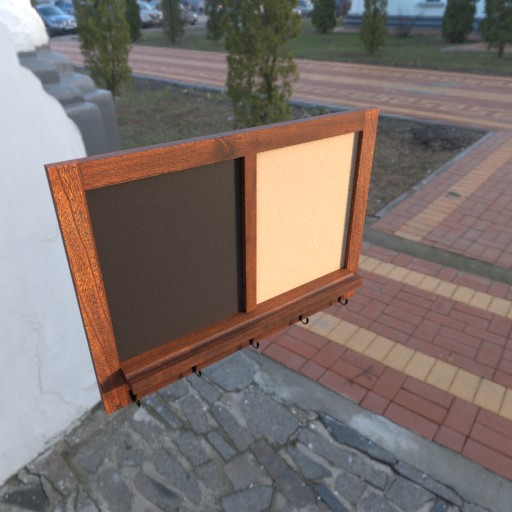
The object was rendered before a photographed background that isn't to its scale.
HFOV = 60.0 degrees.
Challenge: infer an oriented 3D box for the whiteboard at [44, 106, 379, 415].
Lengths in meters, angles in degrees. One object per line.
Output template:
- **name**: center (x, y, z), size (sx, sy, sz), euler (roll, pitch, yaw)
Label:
- **whiteboard**: center (0.000, 0.000, 1.004), size (0.768, 0.553, 0.083), euler (-20, 35, -31)
